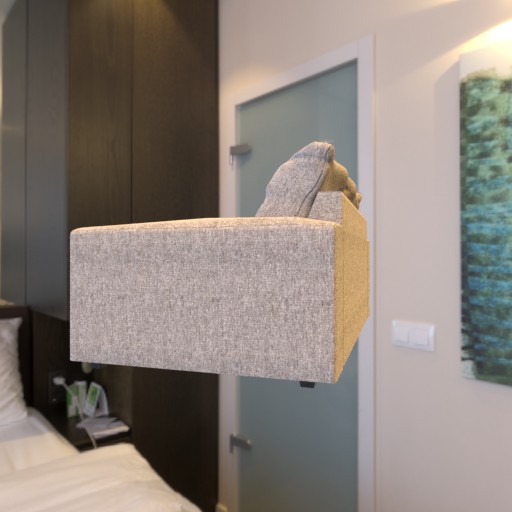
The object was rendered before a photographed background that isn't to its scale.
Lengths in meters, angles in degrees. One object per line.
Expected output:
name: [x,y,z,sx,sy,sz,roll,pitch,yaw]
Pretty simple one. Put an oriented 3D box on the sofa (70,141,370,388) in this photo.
sofa: [0.000,0.000,2.405,1.094,0.877,1.758,0,0,18]
